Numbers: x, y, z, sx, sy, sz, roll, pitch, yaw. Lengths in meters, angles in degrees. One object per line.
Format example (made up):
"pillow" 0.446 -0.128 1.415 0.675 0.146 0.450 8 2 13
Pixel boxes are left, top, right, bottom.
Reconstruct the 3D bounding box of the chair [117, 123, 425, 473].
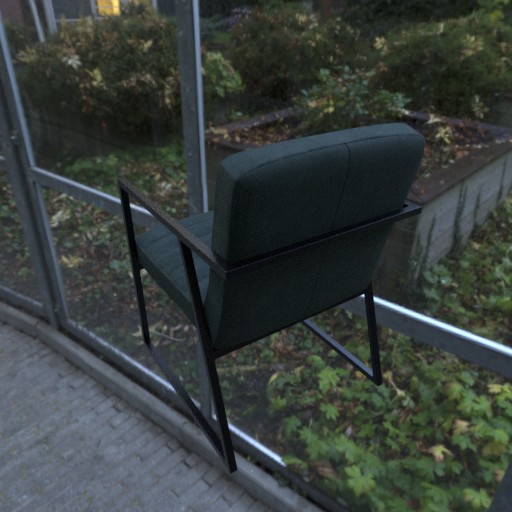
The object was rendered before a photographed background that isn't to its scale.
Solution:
"chair" 0.000 0.000 1.308 0.571 0.833 0.677 -18 34 -29
